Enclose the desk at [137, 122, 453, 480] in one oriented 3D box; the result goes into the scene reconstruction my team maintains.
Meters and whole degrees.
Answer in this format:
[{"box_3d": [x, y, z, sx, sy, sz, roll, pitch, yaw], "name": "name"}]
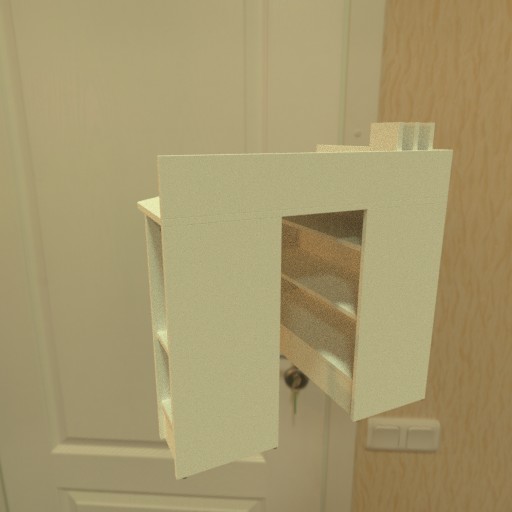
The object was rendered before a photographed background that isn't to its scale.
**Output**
[{"box_3d": [0.000, 0.000, 1.731, 0.940, 0.986, 0.940, -7, 17, -24], "name": "desk"}]
